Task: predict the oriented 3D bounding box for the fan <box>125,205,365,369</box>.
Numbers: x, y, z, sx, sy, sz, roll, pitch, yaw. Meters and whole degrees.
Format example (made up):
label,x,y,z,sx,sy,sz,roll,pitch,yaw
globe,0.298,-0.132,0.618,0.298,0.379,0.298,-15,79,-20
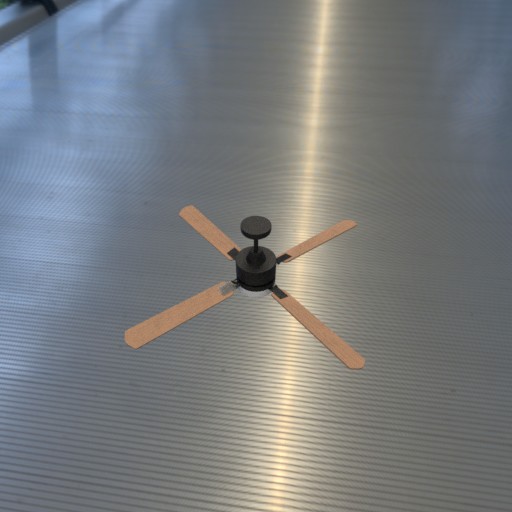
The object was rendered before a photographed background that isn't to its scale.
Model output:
label,x,y,z,sx,sy,sz,roll,pitch,yaw
fan,0.000,0.000,2.009,1.320,0.355,1.320,-27,48,-27
